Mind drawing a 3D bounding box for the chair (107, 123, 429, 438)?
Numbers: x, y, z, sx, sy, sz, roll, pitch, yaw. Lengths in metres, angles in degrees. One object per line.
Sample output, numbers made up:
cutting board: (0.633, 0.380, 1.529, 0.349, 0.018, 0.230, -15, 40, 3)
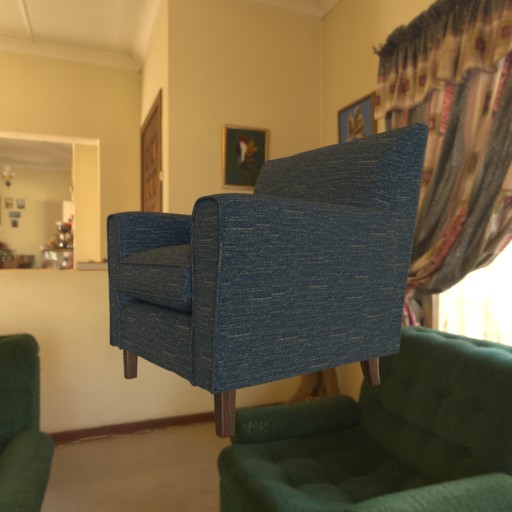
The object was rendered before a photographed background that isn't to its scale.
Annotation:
chair: (0.000, 0.000, 1.627, 0.873, 0.928, 0.864, -1, 1, -37)
